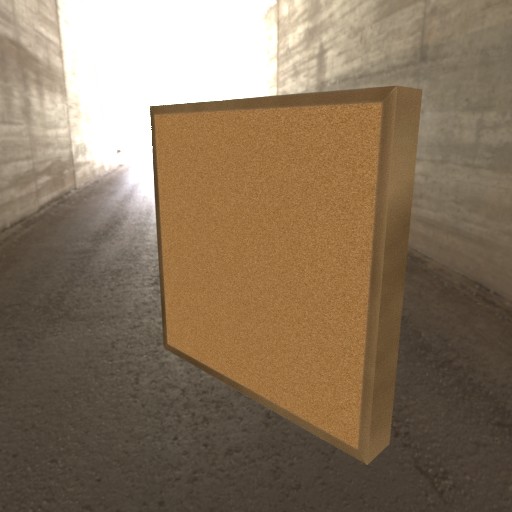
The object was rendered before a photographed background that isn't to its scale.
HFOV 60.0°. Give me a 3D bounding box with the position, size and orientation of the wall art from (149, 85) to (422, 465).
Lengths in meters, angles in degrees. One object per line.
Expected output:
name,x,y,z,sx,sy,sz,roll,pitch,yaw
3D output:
wall art,0.000,0.000,0.454,0.305,0.303,0.038,15,21,43
